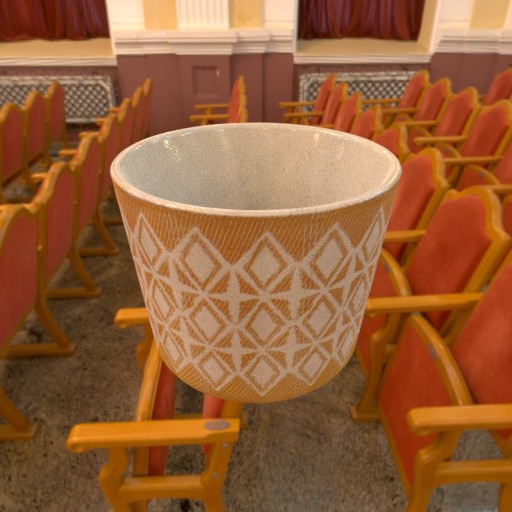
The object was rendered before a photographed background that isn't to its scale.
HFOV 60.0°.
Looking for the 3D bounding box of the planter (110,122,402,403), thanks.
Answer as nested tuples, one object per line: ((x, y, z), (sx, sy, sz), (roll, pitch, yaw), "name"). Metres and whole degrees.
((0.000, 0.000, 0.225), (0.126, 0.104, 0.126), (0, 30, 0), "planter")
